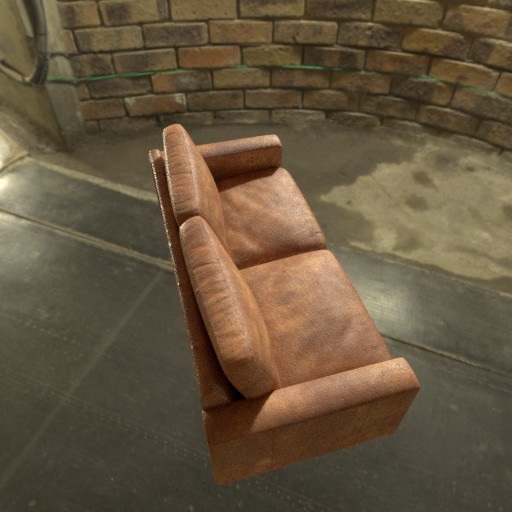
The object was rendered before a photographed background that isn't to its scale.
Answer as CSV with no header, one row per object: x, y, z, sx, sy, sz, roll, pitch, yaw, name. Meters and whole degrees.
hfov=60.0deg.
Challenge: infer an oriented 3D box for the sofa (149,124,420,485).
0.000,0.000,2.695,1.016,0.873,2.179,-12,48,-11,sofa
